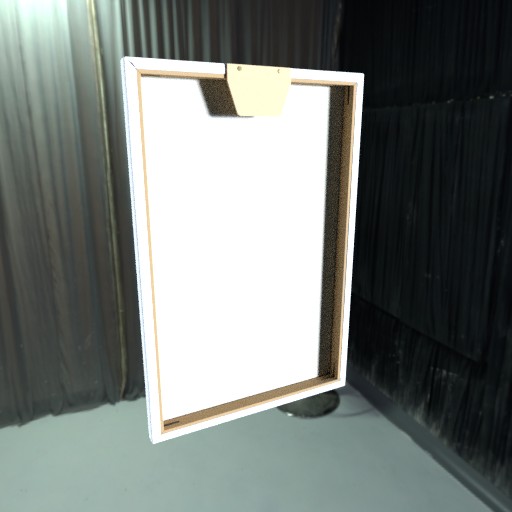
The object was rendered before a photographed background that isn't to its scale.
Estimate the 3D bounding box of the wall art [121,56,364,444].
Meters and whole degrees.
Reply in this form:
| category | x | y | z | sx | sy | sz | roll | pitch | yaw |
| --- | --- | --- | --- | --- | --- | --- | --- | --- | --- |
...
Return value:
| category | x | y | z | sx | sy | sz | roll | pitch | yaw |
| --- | --- | --- | --- | --- | --- | --- | --- | --- | --- |
| wall art | 0.000 | 0.000 | 1.139 | 0.602 | 0.902 | 0.048 | -8 | 17 | -26 |
